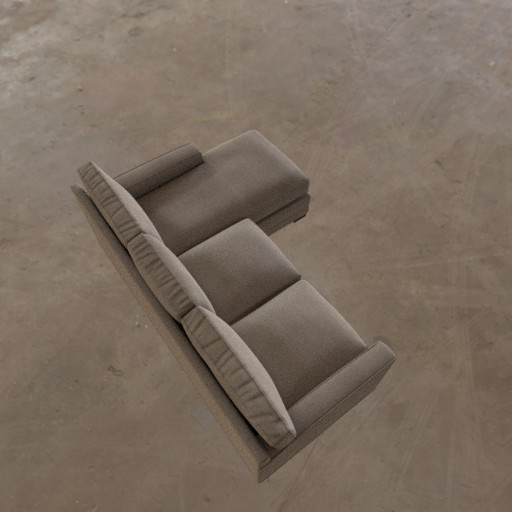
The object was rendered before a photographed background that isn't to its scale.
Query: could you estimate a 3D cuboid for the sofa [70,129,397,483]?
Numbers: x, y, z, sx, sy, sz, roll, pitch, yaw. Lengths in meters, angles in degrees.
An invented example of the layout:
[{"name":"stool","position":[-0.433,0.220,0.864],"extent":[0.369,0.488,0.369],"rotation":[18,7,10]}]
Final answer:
[{"name":"sofa","position":[0.000,0.000,2.870],"extent":[1.496,0.861,2.087],"rotation":[-32,62,-19]}]
